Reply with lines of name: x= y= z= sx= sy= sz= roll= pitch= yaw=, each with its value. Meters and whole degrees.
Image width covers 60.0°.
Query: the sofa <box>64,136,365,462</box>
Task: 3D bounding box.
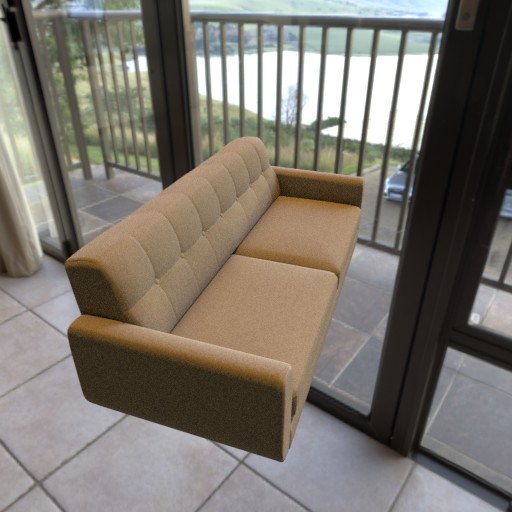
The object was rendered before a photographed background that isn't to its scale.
sofa: x=0.000 y=0.000 z=2.593 sx=0.980 sy=0.892 sz=2.137 roll=10 pitch=32 yaw=17
